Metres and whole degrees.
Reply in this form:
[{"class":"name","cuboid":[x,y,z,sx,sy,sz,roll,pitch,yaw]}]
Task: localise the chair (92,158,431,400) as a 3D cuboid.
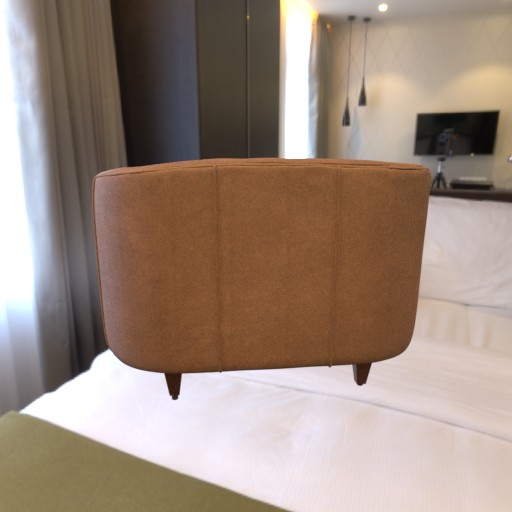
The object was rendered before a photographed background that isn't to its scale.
[{"class":"chair","cuboid":[0.000,0.000,1.754,1.118,0.787,0.914,-2,15,-8]}]
